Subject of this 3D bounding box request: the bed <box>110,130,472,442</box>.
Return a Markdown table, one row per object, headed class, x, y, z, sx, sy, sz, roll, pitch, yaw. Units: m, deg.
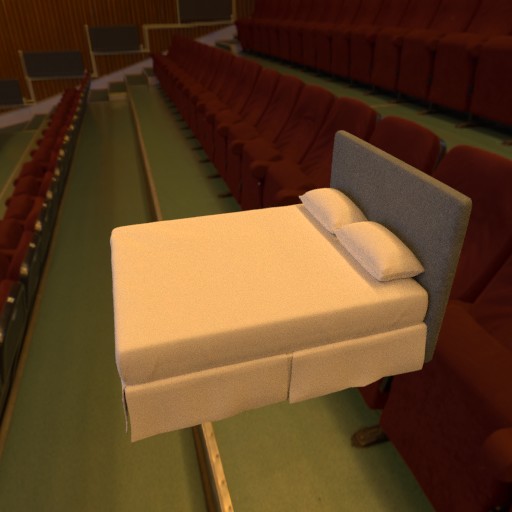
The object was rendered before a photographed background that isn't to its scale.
| class | x | y | z | sx | sy | sz | roll | pitch | yaw |
| --- | --- | --- | --- | --- | --- | --- | --- | --- | --- |
| bed | 0.000 | 0.000 | 3.272 | 2.142 | 1.330 | 1.713 | -9 | 31 | -14 |
